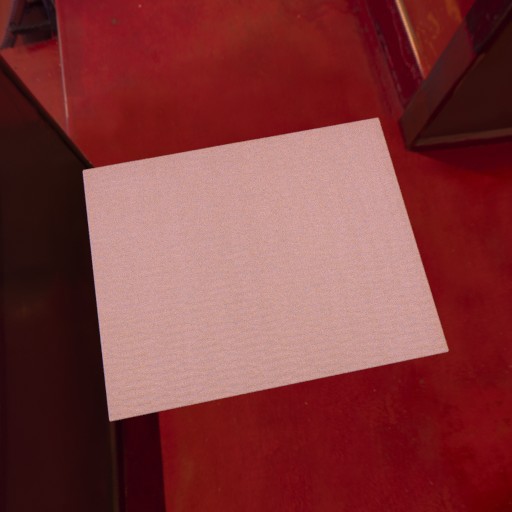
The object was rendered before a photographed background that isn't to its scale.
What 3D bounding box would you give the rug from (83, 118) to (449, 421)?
[{"bbox_3d":[0.000,0.000,4.204,3.055,0.021,2.410,-11,76,-3],"label":"rug"}]
